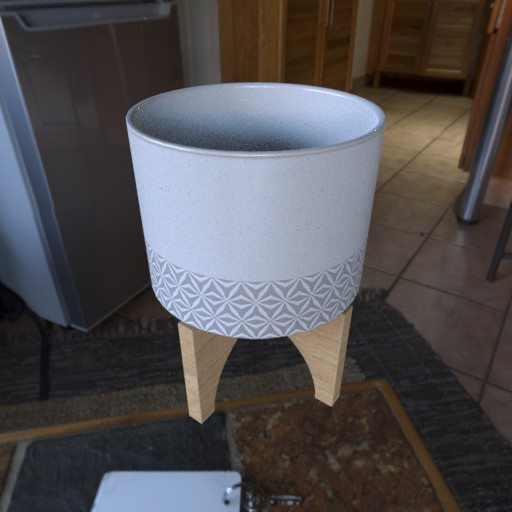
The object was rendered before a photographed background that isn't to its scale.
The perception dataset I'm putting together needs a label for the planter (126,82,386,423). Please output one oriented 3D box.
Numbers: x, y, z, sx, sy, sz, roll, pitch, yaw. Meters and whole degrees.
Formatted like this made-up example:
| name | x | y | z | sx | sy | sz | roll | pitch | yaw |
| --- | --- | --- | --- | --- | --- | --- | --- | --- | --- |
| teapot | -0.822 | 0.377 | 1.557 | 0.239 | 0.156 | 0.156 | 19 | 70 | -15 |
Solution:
| name | x | y | z | sx | sy | sz | roll | pitch | yaw |
| --- | --- | --- | --- | --- | --- | --- | --- | --- | --- |
| planter | 0.000 | 0.000 | 0.528 | 0.249 | 0.343 | 0.249 | 0 | 33 | 0 |
